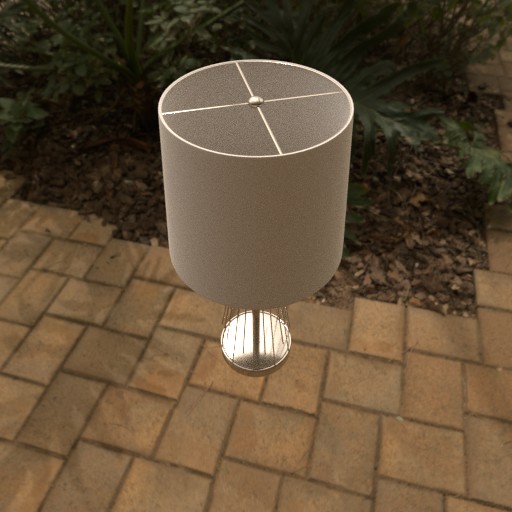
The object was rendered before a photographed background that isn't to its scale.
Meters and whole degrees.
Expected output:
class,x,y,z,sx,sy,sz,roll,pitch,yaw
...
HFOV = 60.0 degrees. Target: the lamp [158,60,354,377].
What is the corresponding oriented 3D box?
class,x,y,z,sx,sy,sz,roll,pitch,yaw
lamp,0.000,0.000,0.813,0.303,0.618,0.303,0,47,0
